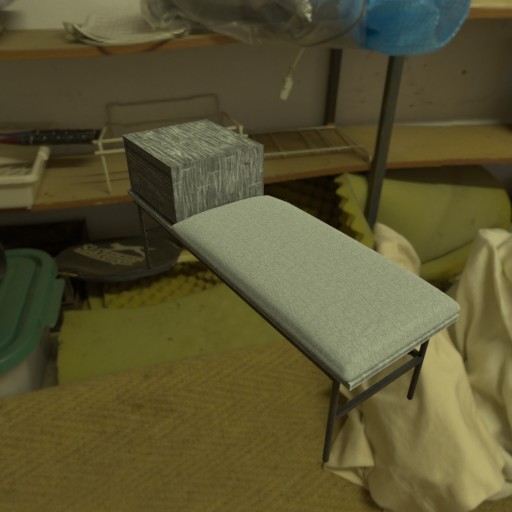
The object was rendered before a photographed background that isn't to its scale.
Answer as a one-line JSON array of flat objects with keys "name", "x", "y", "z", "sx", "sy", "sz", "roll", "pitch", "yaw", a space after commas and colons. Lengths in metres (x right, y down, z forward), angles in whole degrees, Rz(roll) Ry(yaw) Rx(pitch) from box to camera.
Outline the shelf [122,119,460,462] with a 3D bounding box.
[{"name": "shelf", "x": 0.000, "y": 0.000, "z": 1.627, "sx": 0.457, "sy": 0.633, "sz": 1.342, "roll": -21, "pitch": 38, "yaw": -29}]
